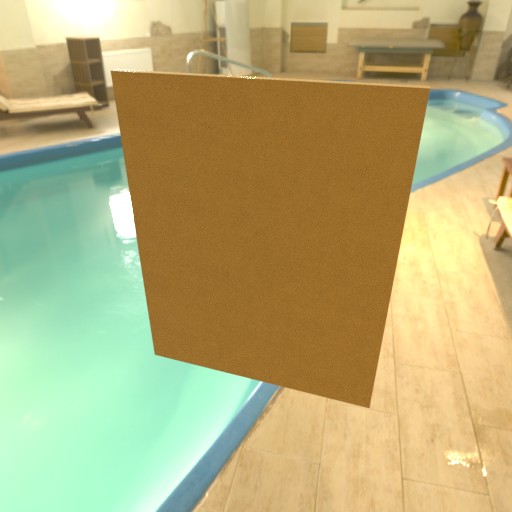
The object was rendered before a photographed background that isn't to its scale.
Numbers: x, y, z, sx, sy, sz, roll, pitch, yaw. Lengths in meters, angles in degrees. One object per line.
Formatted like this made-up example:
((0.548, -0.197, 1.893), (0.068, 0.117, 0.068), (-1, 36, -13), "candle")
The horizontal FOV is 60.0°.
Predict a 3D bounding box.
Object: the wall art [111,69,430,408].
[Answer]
((0.000, 0.000, 1.327), (0.798, 1.002, 0.030), (10, 32, 16), "wall art")
